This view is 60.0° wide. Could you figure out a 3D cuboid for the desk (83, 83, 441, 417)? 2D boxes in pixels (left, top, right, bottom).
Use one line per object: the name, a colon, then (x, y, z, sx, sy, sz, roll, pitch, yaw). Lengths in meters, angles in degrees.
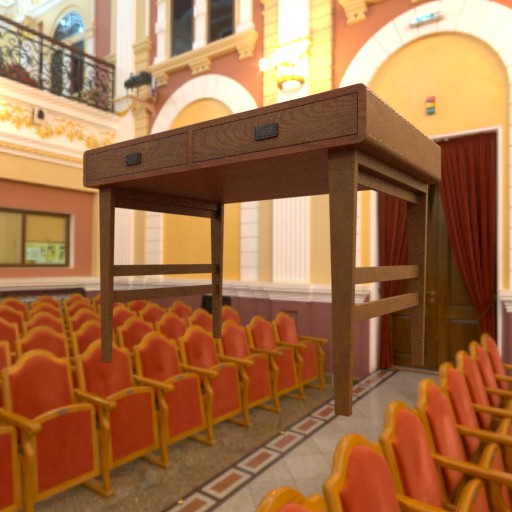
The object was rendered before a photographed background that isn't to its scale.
desk: (0.000, 0.000, 1.542, 1.066, 0.754, 0.660, 0, -1, 36)
